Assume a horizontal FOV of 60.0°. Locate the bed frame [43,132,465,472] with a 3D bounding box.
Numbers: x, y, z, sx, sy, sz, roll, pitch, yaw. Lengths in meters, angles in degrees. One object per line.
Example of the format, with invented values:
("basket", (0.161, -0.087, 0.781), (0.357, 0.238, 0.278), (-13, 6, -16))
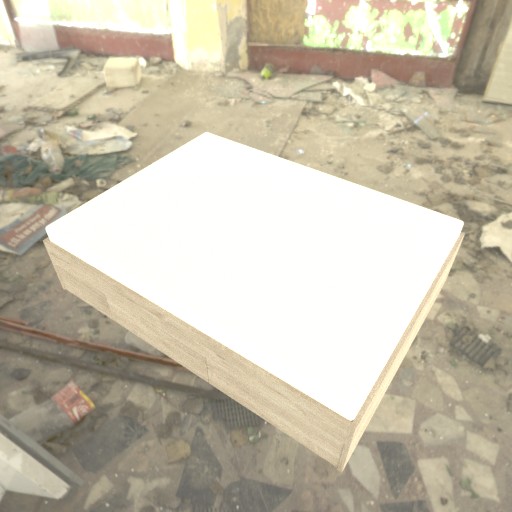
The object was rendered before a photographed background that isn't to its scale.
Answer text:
("bed frame", (0.000, 0.000, 2.643), (1.944, 0.490, 1.448), (25, 48, 25))
